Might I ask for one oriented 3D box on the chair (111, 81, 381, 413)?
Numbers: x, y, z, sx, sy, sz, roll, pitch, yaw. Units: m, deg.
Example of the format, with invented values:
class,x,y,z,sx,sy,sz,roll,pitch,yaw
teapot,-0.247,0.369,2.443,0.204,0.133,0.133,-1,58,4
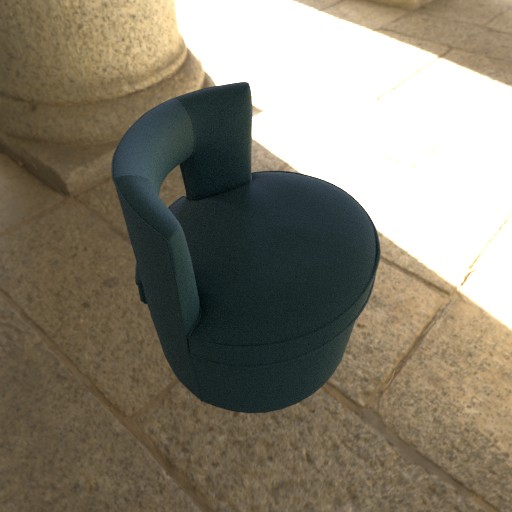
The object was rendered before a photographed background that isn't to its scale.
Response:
class,x,y,z,sx,sy,sz,roll,pitch,yaw
chair,0.000,0.000,1.245,0.660,0.711,0.684,9,47,9
